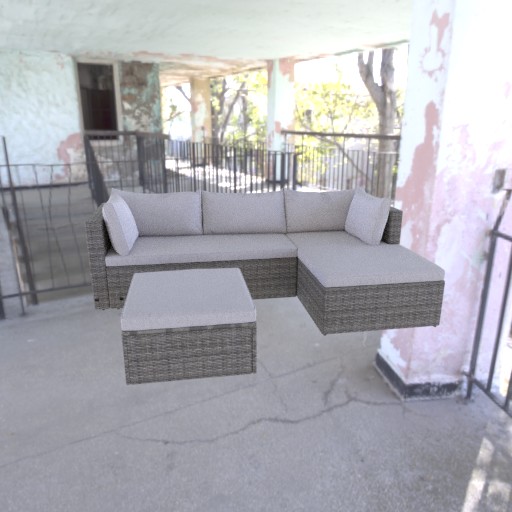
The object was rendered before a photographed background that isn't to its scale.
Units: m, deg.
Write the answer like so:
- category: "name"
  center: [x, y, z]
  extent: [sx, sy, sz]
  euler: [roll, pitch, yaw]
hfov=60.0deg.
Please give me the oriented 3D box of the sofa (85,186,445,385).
- category: "sofa"
  center: [0.000, 0.000, 2.964]
  extent: [2.192, 0.766, 1.662]
  euler: [-3, 17, -9]
